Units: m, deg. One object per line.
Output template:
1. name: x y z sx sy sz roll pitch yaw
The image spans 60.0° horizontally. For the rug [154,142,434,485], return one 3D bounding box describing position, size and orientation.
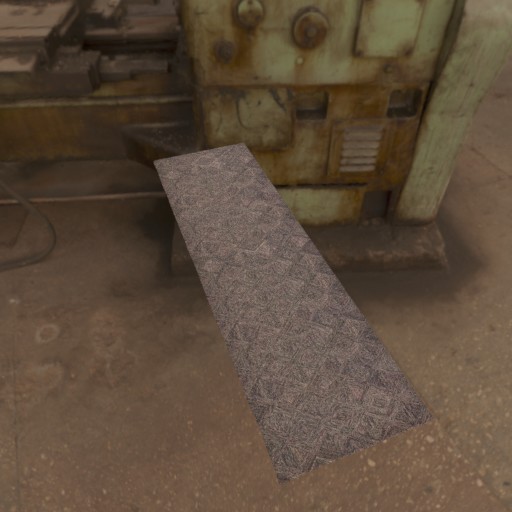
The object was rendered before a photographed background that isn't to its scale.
1. rug: 0.000 0.000 2.481 0.691 0.011 2.296 -15 47 -15
